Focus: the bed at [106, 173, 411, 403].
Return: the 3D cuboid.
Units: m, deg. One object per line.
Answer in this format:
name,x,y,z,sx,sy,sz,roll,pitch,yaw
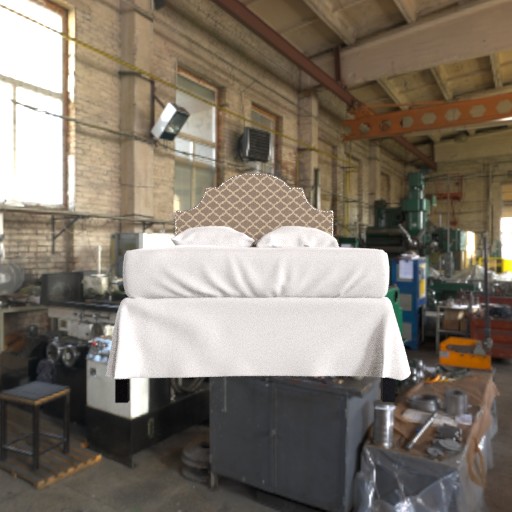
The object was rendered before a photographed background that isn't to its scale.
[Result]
bed,0.000,0.000,3.477,1.780,1.633,2.222,0,0,-1
